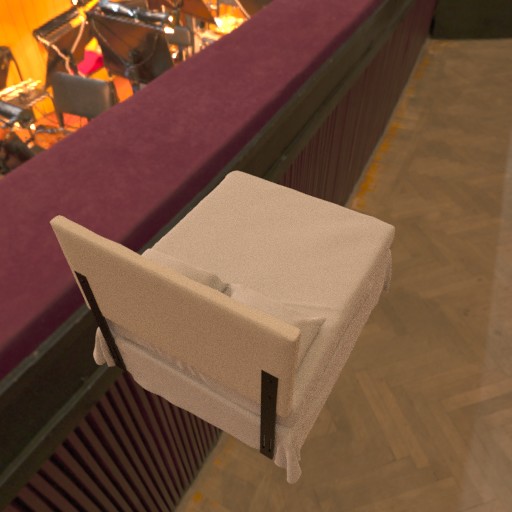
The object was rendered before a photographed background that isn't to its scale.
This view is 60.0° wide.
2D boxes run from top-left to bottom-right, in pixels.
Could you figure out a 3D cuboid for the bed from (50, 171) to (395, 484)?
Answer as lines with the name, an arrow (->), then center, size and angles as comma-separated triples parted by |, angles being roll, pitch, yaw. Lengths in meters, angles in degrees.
bed -> 0.000, 0.000, 3.478 | 1.936, 1.577, 2.222 | 23, 51, 21
